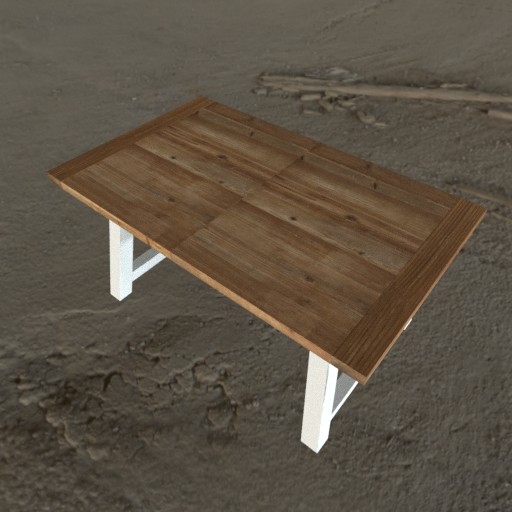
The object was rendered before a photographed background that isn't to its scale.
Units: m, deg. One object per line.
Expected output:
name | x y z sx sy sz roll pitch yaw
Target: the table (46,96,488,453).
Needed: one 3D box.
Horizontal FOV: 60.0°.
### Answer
table | 0.000 0.000 2.016 1.503 0.743 0.922 30 52 27
